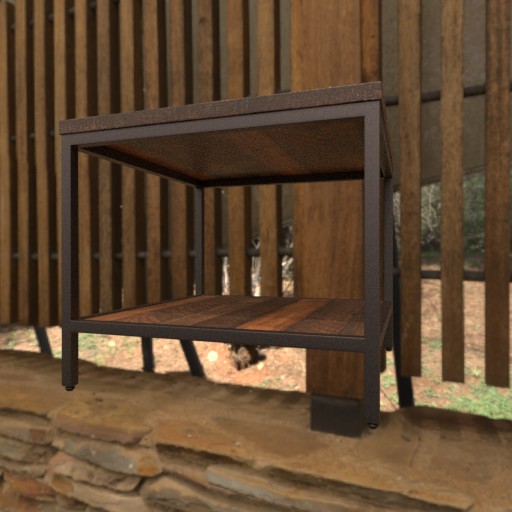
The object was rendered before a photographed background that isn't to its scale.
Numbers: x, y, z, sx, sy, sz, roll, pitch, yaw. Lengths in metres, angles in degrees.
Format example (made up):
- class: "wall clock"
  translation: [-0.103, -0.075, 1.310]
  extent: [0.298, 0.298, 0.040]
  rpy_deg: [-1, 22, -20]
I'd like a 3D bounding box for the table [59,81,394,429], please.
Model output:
- class: "table"
  translation: [0.000, 0.000, 0.956]
  extent: [0.553, 0.482, 0.548]
  rpy_deg: [0, 0, 19]
